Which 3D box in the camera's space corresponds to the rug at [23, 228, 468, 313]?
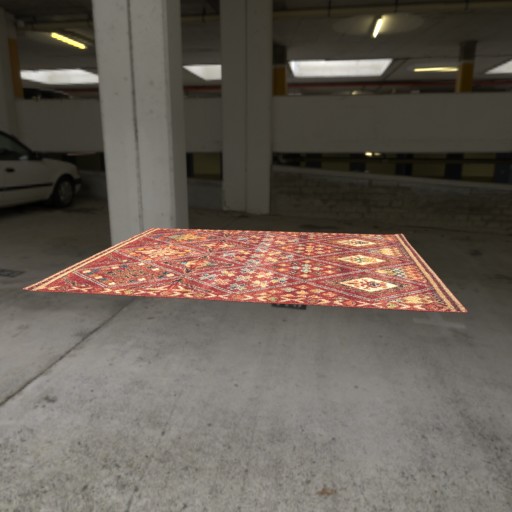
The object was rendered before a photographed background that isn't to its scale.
[{"bbox_3d":[0.000,0.000,4.197,3.086,0.030,2.489,2,14,8],"label":"rug"}]
